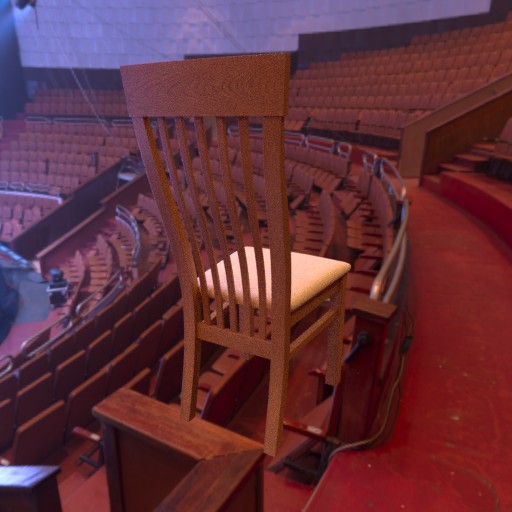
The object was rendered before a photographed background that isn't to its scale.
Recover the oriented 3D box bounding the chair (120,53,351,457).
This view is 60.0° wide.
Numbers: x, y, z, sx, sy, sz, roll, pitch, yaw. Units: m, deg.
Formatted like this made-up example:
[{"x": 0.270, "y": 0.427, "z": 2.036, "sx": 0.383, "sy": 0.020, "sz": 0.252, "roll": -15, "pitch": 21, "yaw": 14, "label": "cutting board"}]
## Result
[{"x": 0.000, "y": 0.000, "z": 1.356, "sx": 0.450, "sy": 1.050, "sz": 0.580, "roll": 10, "pitch": 20, "yaw": 28, "label": "chair"}]
